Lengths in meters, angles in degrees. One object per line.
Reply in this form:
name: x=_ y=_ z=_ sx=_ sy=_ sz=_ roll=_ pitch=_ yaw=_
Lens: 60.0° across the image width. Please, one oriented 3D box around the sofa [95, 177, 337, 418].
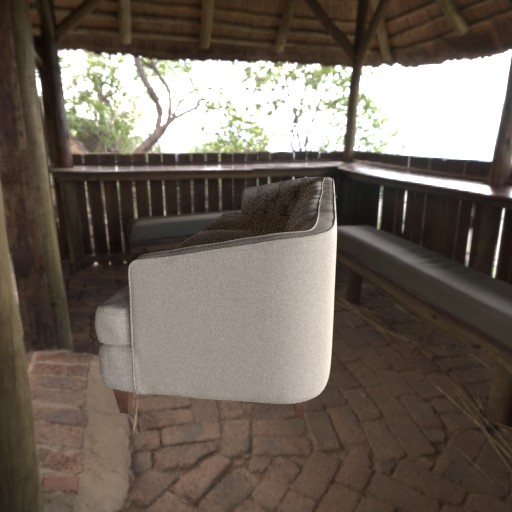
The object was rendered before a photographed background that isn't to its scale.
sofa: x=0.000 y=0.000 z=2.658 sx=0.913 sy=0.788 sz=2.235 roll=2 pitch=16 yaw=9
